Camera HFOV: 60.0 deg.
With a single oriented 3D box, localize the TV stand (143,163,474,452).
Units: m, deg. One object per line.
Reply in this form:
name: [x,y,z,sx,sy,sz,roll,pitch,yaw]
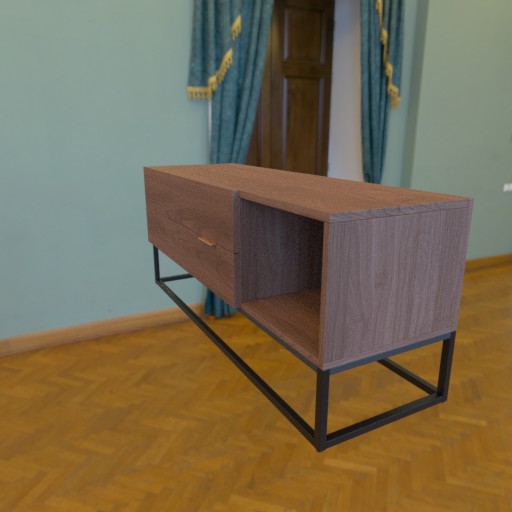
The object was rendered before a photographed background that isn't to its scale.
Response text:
TV stand: [0.000,0.000,1.428,0.415,0.500,1.200,-8,18,-27]
